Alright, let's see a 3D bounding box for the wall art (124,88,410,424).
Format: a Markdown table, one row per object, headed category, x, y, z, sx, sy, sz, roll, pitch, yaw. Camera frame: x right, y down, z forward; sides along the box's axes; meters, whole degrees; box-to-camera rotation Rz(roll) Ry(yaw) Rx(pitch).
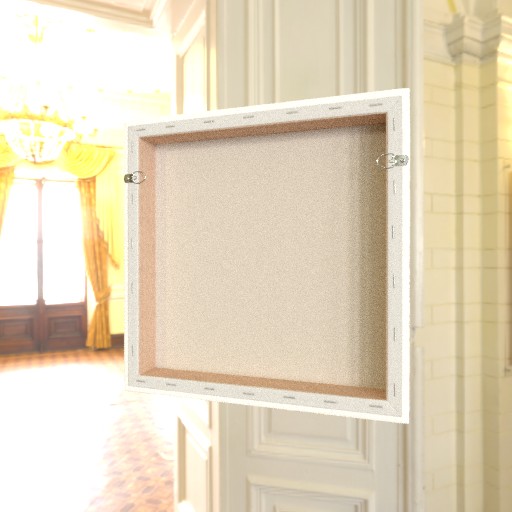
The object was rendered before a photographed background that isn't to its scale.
| category | x | y | z | sx | sy | sz | roll | pitch | yaw |
| --- | --- | --- | --- | --- | --- | --- | --- | --- | --- |
| wall art | 0.000 | 0.000 | 0.462 | 0.303 | 0.304 | 0.036 | 0 | 0 | 19 |
